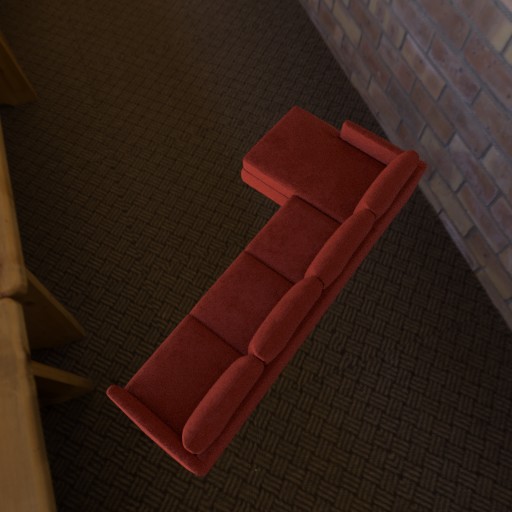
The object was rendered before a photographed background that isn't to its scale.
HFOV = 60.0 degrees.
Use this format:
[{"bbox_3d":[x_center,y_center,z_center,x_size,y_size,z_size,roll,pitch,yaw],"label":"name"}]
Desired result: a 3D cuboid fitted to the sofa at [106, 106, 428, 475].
[{"bbox_3d":[0.000,0.000,2.925,1.136,0.663,2.467,35,69,15],"label":"sofa"}]
